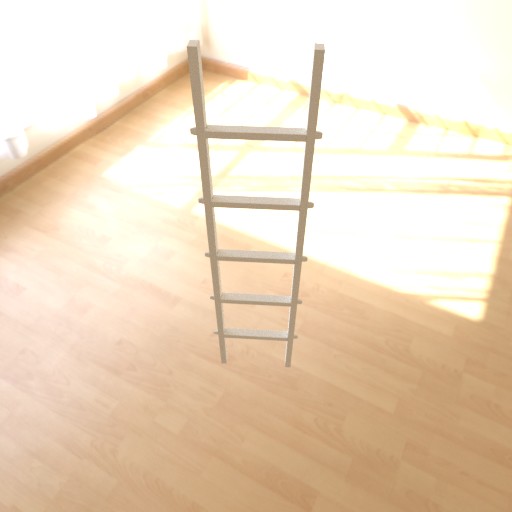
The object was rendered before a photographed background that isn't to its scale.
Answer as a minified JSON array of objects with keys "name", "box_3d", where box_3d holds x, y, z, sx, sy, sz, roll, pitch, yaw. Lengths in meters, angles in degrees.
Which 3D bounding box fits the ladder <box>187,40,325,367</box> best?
[{"name":"ladder","box_3d":[0.000,0.000,1.951,0.452,1.797,0.051,3,46,3]}]
